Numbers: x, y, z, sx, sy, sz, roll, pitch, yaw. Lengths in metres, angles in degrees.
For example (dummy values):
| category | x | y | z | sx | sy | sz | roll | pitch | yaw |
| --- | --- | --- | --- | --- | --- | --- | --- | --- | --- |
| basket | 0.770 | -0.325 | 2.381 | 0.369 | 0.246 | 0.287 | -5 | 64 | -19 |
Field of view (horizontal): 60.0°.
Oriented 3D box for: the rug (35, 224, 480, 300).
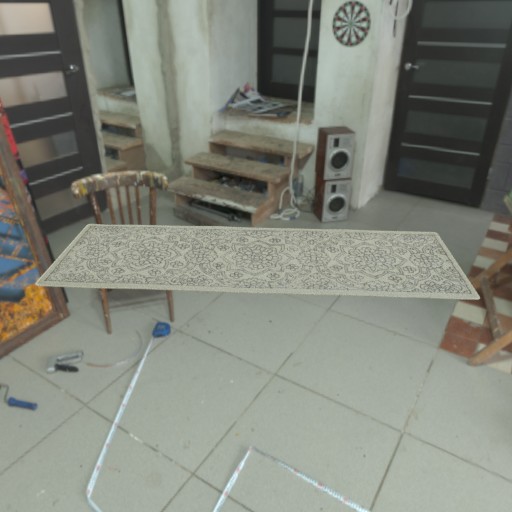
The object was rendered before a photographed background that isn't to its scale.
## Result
| category | x | y | z | sx | sy | sz | roll | pitch | yaw |
| --- | --- | --- | --- | --- | --- | --- | --- | --- | --- |
| rug | 0.000 | 0.000 | 2.748 | 2.431 | 0.006 | 0.806 | 2 | 30 | 3 |
